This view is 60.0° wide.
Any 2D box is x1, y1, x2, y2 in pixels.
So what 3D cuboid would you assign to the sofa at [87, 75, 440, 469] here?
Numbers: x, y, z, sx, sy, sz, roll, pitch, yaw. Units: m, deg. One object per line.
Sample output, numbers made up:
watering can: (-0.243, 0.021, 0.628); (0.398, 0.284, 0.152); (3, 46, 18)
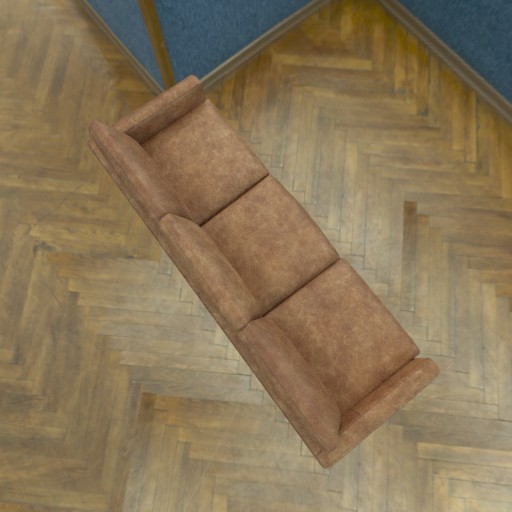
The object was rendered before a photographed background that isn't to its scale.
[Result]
sofa: (0.000, 0.000, 2.373); (0.748, 0.863, 2.029); (-36, 78, -9)
